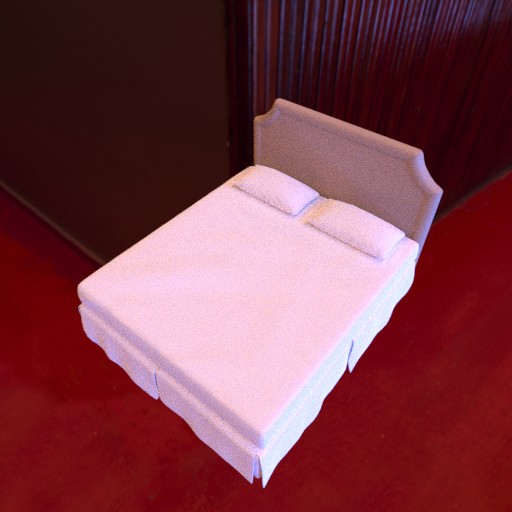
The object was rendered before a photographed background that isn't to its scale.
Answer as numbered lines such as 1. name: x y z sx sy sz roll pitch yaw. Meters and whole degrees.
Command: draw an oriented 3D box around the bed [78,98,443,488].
1. bed: 0.000 0.000 4.148 2.350 1.590 2.773 30 53 26
